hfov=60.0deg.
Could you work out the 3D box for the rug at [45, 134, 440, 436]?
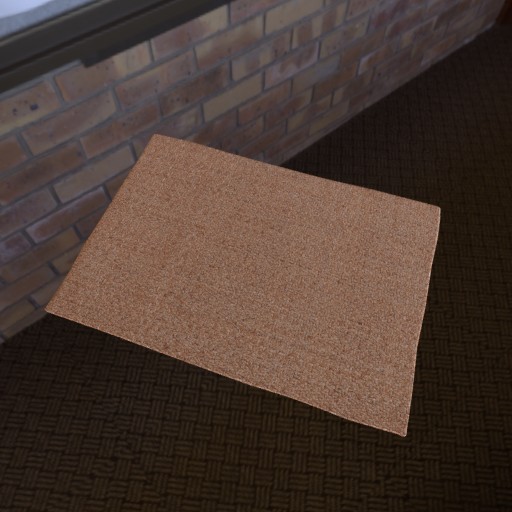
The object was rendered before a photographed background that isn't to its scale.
[{"bbox_3d":[0.000,0.000,2.800,2.141,0.013,1.566,16,61,9],"label":"rug"}]
